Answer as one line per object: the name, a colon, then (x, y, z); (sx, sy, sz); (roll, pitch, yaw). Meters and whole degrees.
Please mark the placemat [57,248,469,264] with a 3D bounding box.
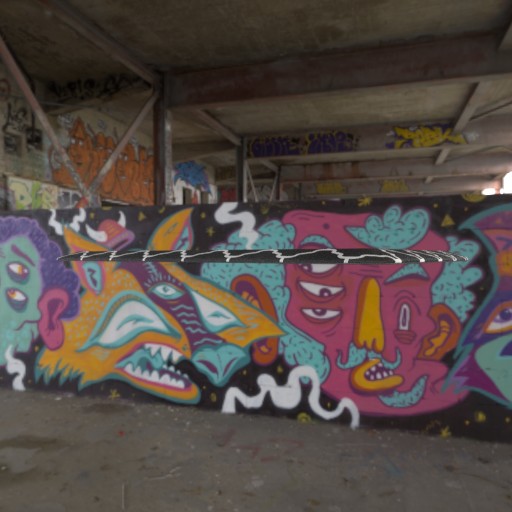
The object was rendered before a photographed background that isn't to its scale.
placemat: (0.000, 0.000, 0.959); (0.762, 0.021, 0.508); (0, 0, 37)
